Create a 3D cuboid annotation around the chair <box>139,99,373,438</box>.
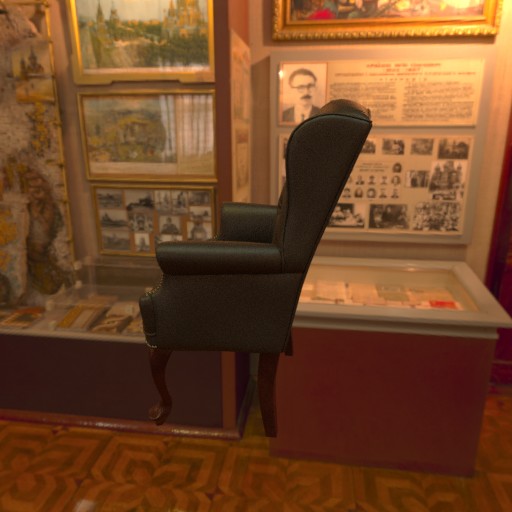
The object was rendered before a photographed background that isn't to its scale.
[{"bbox_3d":[0.000,0.000,1.674,0.762,1.111,0.838,3,16,10],"label":"chair"}]
